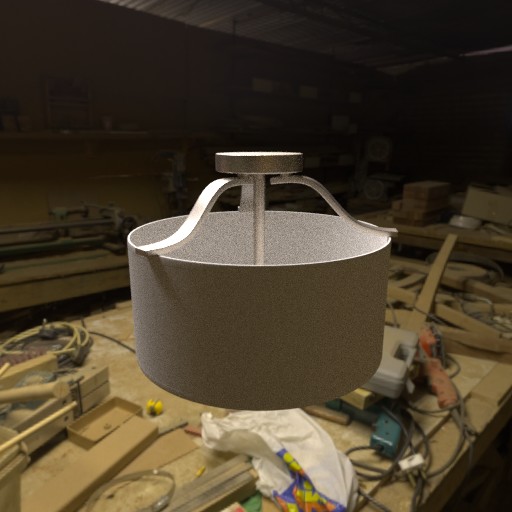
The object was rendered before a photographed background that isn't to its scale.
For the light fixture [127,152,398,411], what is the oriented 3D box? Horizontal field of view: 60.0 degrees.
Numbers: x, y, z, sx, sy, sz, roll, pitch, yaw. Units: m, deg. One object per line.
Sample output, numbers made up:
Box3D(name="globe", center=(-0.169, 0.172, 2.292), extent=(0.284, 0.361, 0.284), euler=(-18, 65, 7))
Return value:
Box3D(name="light fixture", center=(0.000, 0.000, 0.672), extent=(0.395, 0.304, 0.395), euler=(0, 15, 0))
